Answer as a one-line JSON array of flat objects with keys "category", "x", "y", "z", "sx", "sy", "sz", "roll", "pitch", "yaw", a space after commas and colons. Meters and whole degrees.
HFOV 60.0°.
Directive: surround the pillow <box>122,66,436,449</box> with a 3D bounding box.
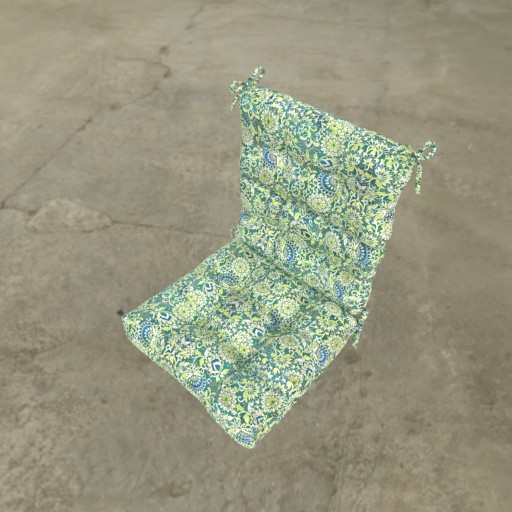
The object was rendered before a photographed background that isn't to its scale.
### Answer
[{"category": "pillow", "x": 0.000, "y": 0.000, "z": 1.058, "sx": 0.519, "sy": 0.605, "sz": 0.571, "roll": 34, "pitch": 55, "yaw": 27}]
